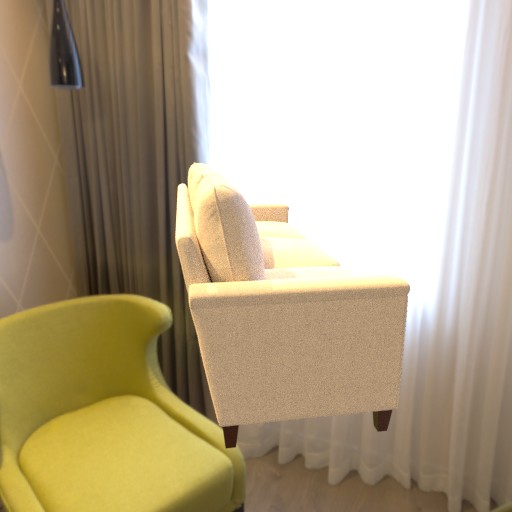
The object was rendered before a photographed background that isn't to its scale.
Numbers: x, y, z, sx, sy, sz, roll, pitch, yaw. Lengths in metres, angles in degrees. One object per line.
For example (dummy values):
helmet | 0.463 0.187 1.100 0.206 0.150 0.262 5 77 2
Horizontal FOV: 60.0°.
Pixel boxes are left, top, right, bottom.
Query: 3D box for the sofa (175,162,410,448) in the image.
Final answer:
sofa | 0.000 0.000 2.434 0.828 0.961 1.925 -2 15 -9
